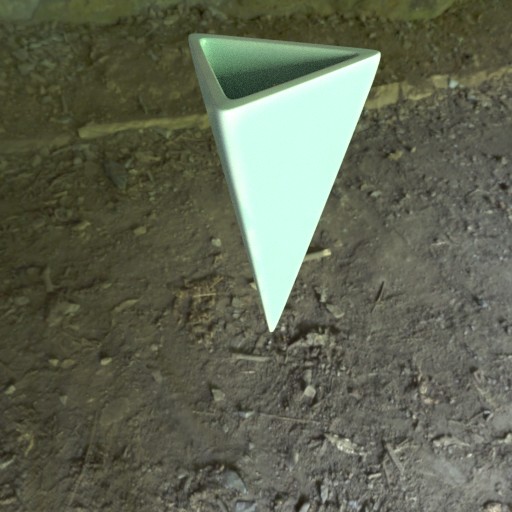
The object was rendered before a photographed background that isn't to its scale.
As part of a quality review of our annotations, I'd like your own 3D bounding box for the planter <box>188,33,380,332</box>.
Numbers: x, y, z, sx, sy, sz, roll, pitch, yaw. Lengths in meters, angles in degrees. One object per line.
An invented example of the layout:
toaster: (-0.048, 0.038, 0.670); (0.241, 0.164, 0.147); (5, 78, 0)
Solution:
planter: (0.000, 0.000, 0.214); (0.080, 0.178, 0.064); (13, 42, 15)
